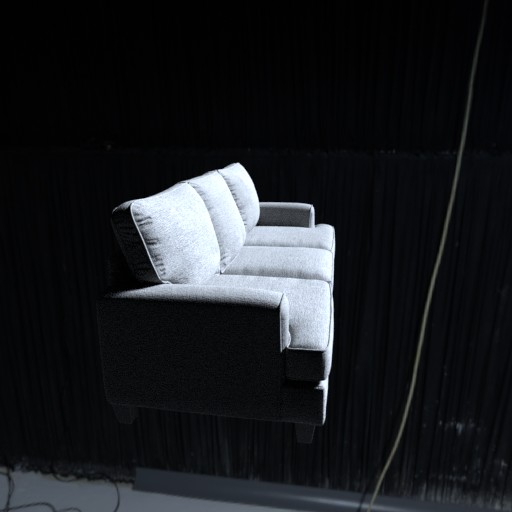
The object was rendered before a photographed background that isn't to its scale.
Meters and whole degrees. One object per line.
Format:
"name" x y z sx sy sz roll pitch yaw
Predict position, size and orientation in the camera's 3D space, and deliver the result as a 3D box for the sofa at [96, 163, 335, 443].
"sofa" 0.000 0.000 2.695 0.951 0.965 2.158 3 17 10
